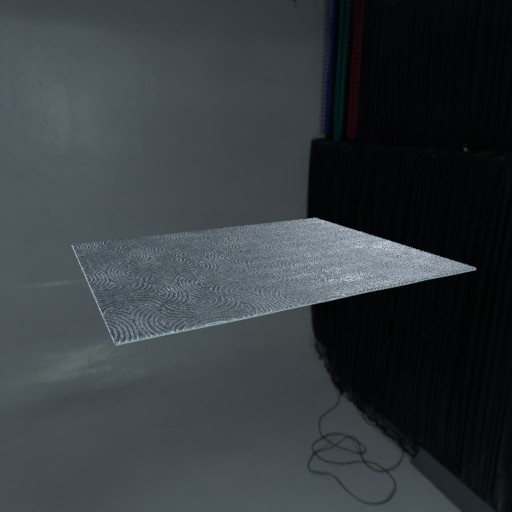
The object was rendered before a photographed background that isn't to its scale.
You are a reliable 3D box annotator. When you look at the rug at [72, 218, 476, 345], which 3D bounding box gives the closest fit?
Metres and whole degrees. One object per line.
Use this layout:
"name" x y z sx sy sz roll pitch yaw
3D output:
"rug" 0.000 0.000 4.214 3.042 0.021 2.456 -8 18 -26
